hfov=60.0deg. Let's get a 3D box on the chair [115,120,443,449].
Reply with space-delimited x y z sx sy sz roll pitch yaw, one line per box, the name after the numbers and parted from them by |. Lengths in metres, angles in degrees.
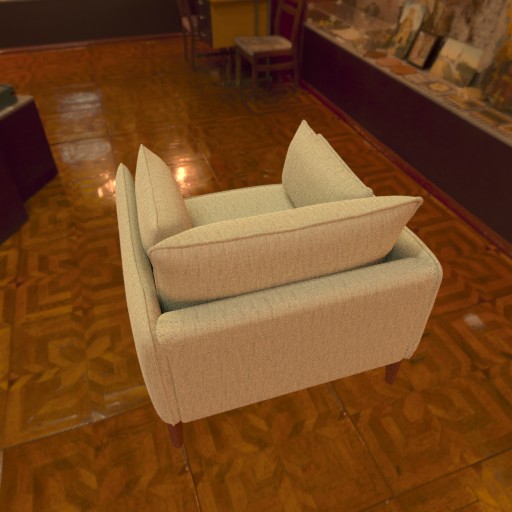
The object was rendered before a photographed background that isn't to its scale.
0.000 0.000 1.741 0.994 0.855 0.991 -12 42 -13 | chair
